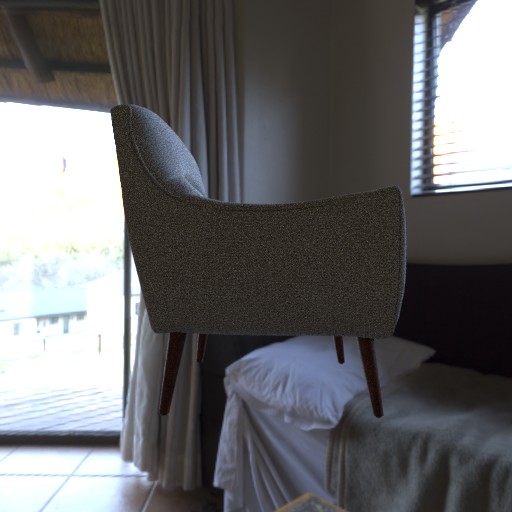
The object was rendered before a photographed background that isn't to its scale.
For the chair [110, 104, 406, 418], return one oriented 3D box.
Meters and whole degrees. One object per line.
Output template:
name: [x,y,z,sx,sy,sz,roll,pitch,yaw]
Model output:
chair: [0.000,0.000,1.455,0.787,0.838,0.762,0,0,2]
